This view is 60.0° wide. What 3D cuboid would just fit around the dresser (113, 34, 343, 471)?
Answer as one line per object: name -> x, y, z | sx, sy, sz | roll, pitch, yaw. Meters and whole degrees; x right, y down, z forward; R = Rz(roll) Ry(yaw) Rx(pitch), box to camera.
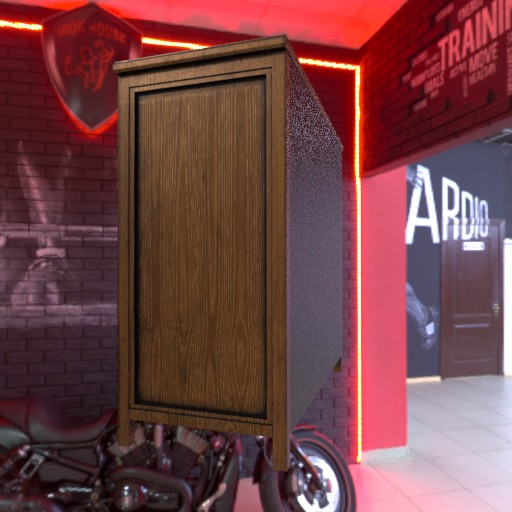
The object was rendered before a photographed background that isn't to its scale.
dresser -> 0.000, 0.000, 1.911 | 0.591, 1.224, 1.250 | 0, -1, 18
